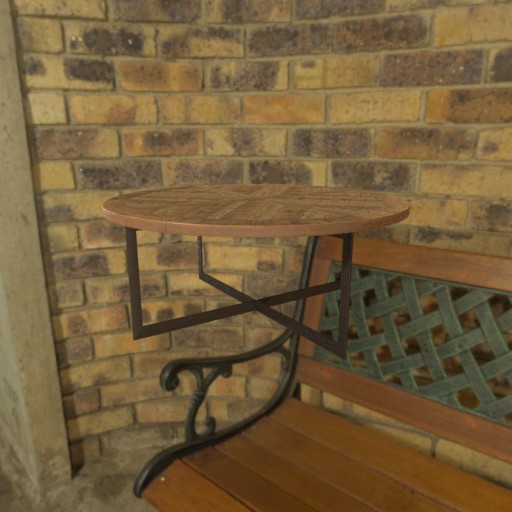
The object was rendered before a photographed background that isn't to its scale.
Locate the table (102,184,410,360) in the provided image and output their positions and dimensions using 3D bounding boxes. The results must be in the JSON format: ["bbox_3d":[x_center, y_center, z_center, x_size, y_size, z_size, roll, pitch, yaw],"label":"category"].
[{"bbox_3d":[0.000,0.000,1.980,1.264,0.516,1.264,0,15,0],"label":"table"}]
